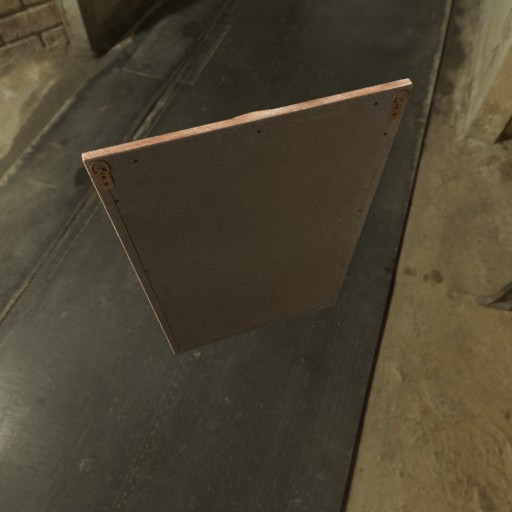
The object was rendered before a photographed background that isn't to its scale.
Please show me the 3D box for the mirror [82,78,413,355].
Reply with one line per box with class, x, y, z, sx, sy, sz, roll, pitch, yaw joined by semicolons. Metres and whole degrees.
mirror;0.000;0.000;0.973;0.495;0.787;0.058;-16;60;-10
